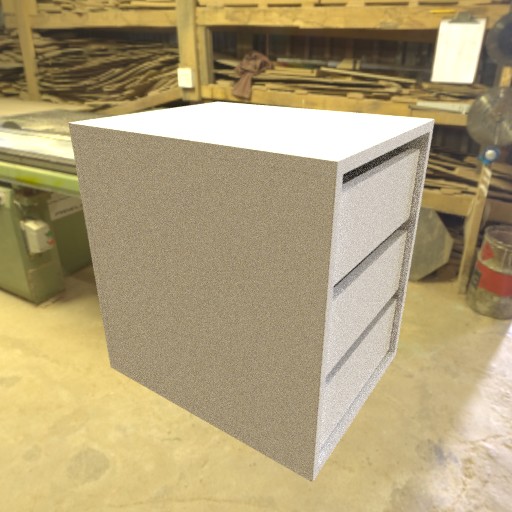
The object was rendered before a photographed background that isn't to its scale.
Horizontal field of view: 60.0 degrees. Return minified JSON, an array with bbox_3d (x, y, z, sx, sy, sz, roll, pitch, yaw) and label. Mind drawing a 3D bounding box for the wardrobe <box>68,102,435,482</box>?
[{"bbox_3d":[0.000,0.000,0.882,0.500,0.520,0.400,16,30,31],"label":"wardrobe"}]
